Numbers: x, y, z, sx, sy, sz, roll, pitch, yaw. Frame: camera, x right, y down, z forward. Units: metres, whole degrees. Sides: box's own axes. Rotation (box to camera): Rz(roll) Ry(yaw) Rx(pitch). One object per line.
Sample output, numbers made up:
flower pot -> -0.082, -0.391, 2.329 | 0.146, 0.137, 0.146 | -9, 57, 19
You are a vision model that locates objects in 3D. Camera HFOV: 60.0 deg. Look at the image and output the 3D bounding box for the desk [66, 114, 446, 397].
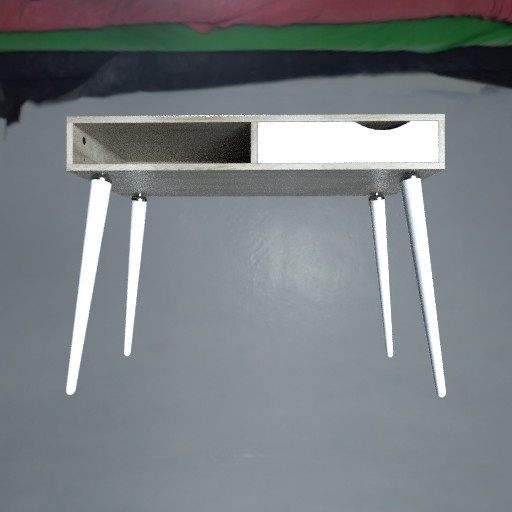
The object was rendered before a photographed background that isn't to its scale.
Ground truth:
desk -> 0.000, 0.000, 1.378 | 0.979, 0.723, 0.491 | 0, -1, 1
